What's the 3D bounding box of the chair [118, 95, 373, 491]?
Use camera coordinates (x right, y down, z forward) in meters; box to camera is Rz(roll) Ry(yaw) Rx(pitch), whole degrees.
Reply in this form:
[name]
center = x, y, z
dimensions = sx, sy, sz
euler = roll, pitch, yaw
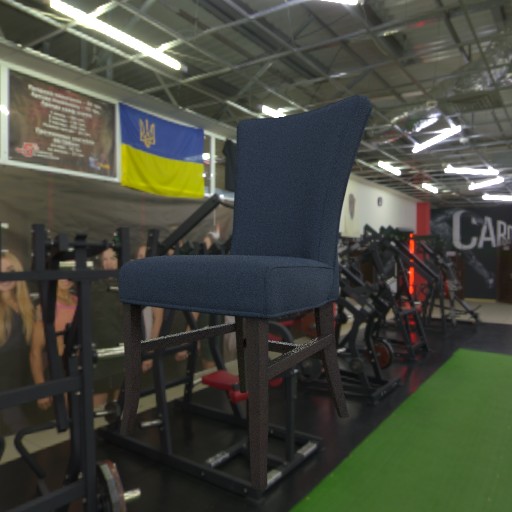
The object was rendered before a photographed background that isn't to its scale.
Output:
[chair]
center = 0.000, 0.000, 1.327
dimensions = 0.520, 0.991, 0.660
euler = 1, 1, 37
